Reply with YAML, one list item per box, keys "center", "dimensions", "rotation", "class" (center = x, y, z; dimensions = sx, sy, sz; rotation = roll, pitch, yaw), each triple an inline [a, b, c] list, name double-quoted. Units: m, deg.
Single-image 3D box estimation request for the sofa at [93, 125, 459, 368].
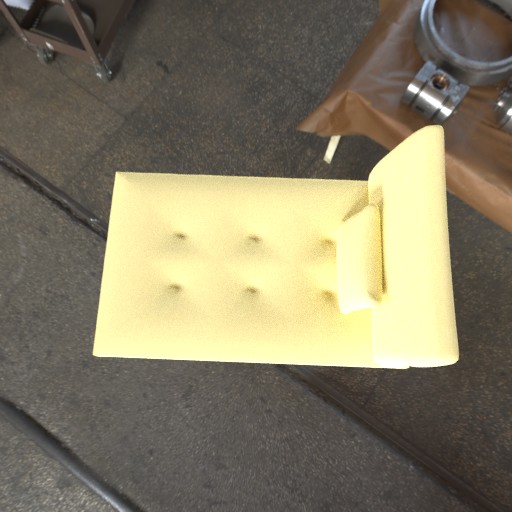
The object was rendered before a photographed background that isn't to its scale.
- center: [0.000, 0.000, 1.997]
  dimensions: [1.450, 0.820, 0.930]
  rotation: [2, 76, 1]
  class: "sofa"
